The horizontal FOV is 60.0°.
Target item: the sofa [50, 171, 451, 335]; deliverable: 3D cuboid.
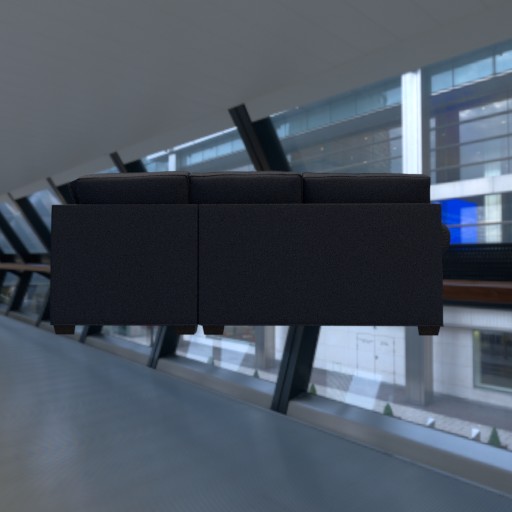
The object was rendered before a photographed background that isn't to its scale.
[{"bbox_3d":[0.000,0.000,3.974,2.487,1.042,2.562,0,-2,1],"label":"sofa"}]
